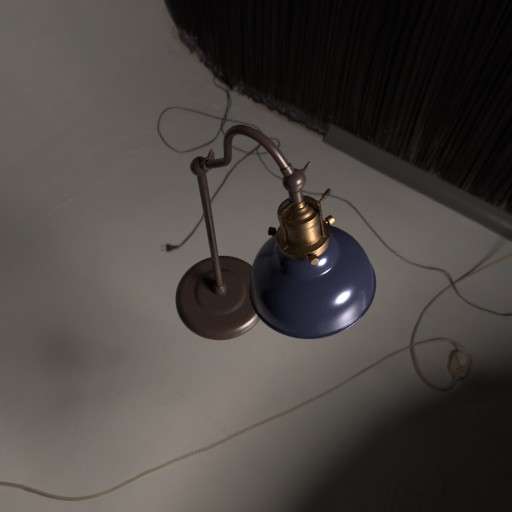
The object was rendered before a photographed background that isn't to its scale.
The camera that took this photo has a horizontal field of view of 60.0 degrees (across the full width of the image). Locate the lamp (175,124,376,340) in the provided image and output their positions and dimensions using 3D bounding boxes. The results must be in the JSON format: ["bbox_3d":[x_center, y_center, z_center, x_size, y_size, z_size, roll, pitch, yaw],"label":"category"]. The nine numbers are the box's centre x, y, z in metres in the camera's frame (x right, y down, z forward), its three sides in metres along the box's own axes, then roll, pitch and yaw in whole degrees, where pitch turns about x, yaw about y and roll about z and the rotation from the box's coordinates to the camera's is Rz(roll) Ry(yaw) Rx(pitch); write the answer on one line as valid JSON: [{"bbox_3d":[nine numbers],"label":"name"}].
[{"bbox_3d":[0.000,0.000,0.689,0.374,0.508,0.192,32,64,18],"label":"lamp"}]
